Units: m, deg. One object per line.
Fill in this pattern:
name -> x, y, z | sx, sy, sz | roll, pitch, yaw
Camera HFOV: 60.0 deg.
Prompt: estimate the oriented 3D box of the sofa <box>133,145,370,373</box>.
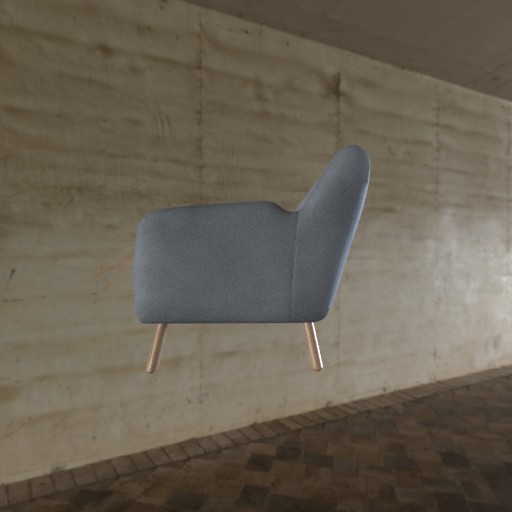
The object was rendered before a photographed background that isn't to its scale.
sofa -> 0.000, 0.000, 2.366 | 0.850, 0.810, 1.870 | 0, 1, 2
